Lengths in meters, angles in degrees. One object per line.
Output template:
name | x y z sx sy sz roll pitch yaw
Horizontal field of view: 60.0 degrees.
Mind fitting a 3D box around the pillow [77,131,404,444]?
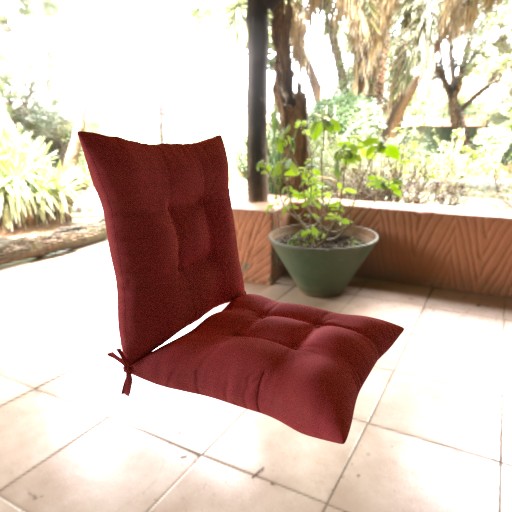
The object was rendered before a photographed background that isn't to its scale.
pillow | 0.000 0.000 0.988 0.585 0.536 0.541 7 16 27
